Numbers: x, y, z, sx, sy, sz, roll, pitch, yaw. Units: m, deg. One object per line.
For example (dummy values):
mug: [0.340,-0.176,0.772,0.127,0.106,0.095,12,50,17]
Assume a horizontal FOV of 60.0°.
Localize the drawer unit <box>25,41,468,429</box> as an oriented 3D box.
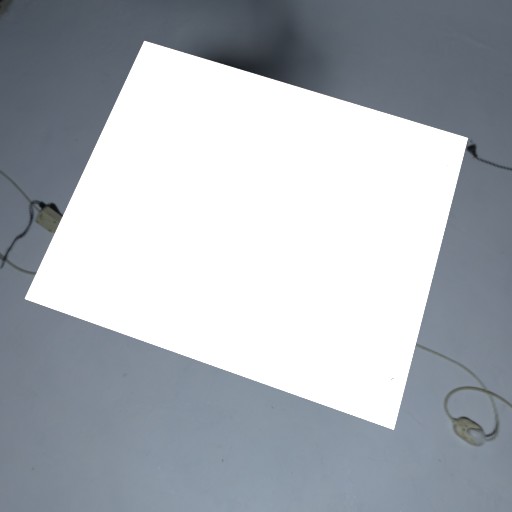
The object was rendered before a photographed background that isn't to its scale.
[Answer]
drawer unit: [0.000,0.000,0.592,0.349,0.344,0.290,18,77,4]
